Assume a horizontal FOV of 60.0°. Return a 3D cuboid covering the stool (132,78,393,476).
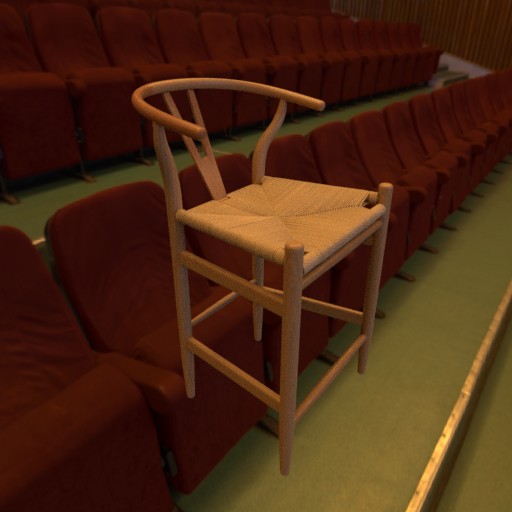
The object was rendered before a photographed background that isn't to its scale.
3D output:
[{"bbox_3d":[0.000,0.000,1.276,0.575,0.923,0.536,18,31,32],"label":"stool"}]
